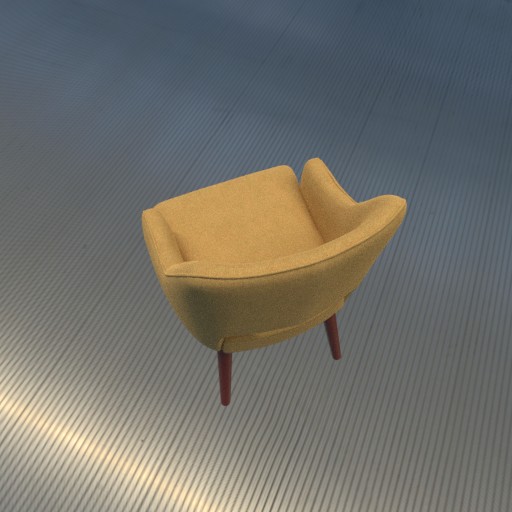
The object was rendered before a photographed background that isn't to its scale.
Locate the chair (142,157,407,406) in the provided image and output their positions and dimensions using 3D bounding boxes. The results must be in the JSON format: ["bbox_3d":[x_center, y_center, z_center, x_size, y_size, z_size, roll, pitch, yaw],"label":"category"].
[{"bbox_3d":[0.000,0.000,1.240,0.548,0.849,0.605,-19,60,-11],"label":"chair"}]
